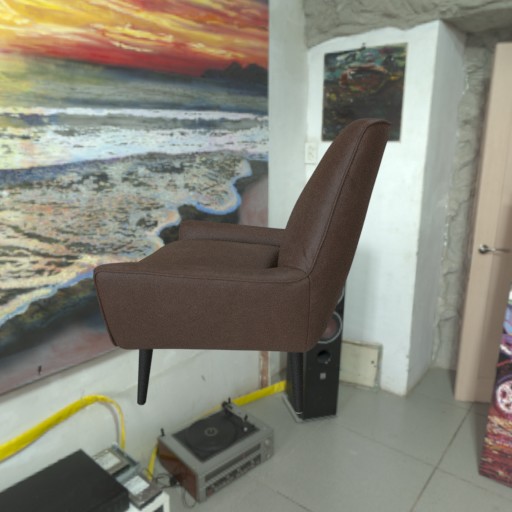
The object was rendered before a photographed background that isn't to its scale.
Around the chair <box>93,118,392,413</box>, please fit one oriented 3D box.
[{"bbox_3d":[0.000,0.000,1.524,0.824,0.888,0.787,2,15,9],"label":"chair"}]
